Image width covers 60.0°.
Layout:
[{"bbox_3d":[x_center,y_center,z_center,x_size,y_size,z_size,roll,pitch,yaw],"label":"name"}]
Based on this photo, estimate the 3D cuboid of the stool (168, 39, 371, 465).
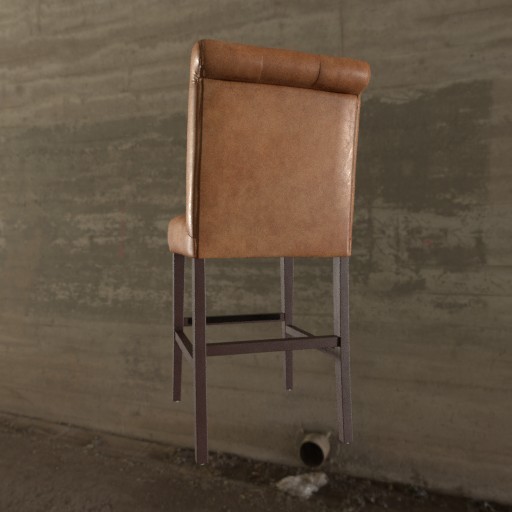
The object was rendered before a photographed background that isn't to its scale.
[{"bbox_3d":[0.000,0.000,1.369,0.493,1.047,0.601,0,2,-17],"label":"stool"}]
